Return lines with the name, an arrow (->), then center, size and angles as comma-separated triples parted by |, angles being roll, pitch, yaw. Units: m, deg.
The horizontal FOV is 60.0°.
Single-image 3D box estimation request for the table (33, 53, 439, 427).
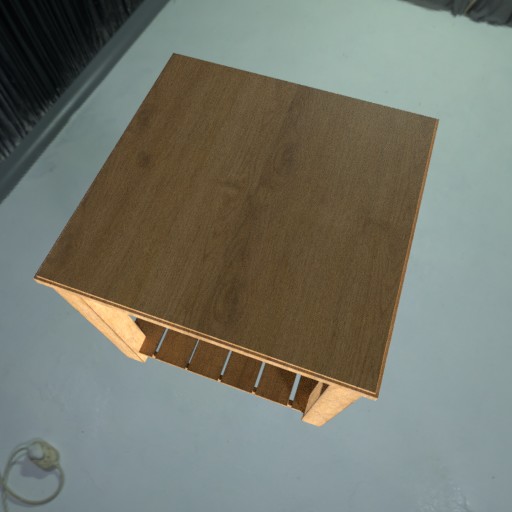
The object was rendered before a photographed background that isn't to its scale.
table -> 0.000, 0.000, 1.122 | 0.616, 0.593, 0.612 | 17, 65, 8
